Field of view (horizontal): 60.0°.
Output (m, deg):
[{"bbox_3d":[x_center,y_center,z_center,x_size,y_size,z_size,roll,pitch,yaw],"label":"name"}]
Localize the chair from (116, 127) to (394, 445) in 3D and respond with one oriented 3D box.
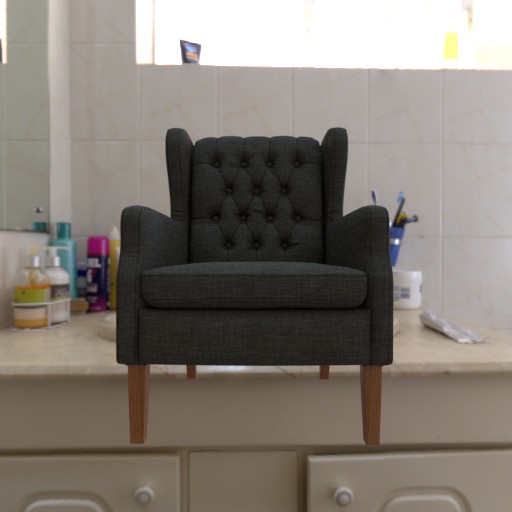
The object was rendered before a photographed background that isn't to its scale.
[{"bbox_3d":[0.000,0.000,1.456,0.711,0.953,0.775,0,0,1],"label":"chair"}]
